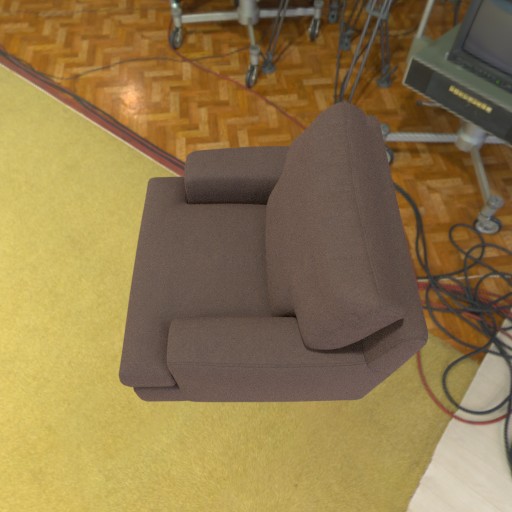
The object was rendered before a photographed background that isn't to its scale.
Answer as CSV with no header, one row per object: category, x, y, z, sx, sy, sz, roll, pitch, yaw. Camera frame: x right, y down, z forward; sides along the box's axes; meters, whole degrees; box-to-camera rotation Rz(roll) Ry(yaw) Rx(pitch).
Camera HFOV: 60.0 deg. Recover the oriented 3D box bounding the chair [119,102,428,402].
chair,0.000,0.000,2.014,1.143,0.940,1.168,-1,58,0
